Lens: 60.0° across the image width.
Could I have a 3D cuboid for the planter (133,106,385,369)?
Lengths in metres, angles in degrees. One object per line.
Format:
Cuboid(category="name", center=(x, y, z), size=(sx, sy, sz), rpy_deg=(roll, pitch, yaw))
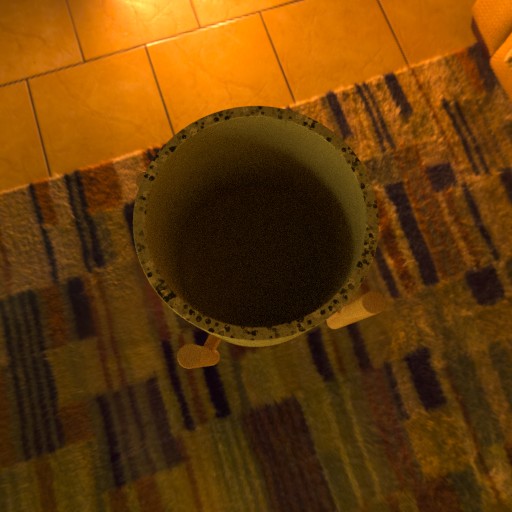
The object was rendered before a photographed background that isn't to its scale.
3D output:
Cuboid(category="planter", center=(0.000, 0.000, 0.556), size=(0.284, 0.320, 0.284), rpy_deg=(-38, 80, -8))
